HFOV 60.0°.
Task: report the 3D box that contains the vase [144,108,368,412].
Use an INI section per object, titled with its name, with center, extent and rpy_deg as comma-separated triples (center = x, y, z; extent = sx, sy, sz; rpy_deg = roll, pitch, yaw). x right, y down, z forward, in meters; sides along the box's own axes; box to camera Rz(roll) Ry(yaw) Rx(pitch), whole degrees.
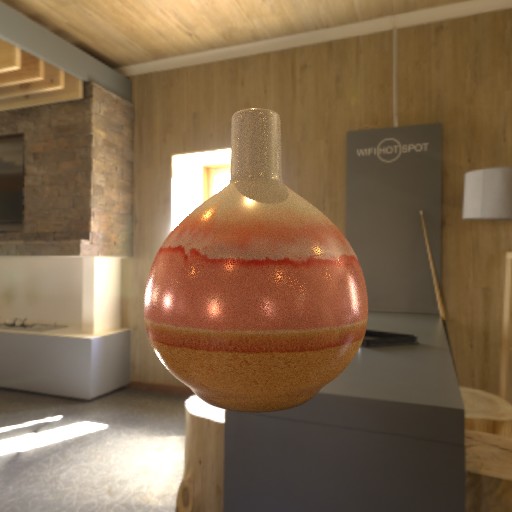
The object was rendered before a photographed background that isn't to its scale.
[vase]
center = 0.000, 0.000, 0.278
extent = 0.137, 0.176, 0.137
rpy_deg = 0, 0, 0
